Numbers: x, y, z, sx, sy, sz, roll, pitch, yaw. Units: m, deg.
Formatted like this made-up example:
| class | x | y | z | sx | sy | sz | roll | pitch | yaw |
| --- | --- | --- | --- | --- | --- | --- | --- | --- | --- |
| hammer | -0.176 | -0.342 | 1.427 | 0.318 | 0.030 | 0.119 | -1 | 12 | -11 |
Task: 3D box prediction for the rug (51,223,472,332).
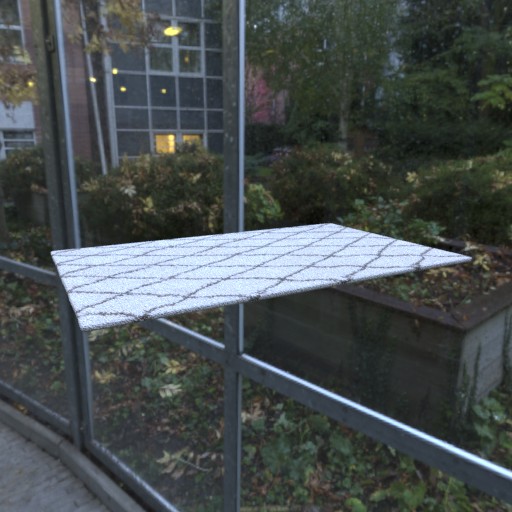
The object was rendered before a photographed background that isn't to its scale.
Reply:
| class | x | y | z | sx | sy | sz | roll | pitch | yaw |
| --- | --- | --- | --- | --- | --- | --- | --- | --- | --- |
| rug | 0.000 | 0.000 | 3.009 | 2.438 | 0.030 | 1.524 | -7 | 16 | -28 |
